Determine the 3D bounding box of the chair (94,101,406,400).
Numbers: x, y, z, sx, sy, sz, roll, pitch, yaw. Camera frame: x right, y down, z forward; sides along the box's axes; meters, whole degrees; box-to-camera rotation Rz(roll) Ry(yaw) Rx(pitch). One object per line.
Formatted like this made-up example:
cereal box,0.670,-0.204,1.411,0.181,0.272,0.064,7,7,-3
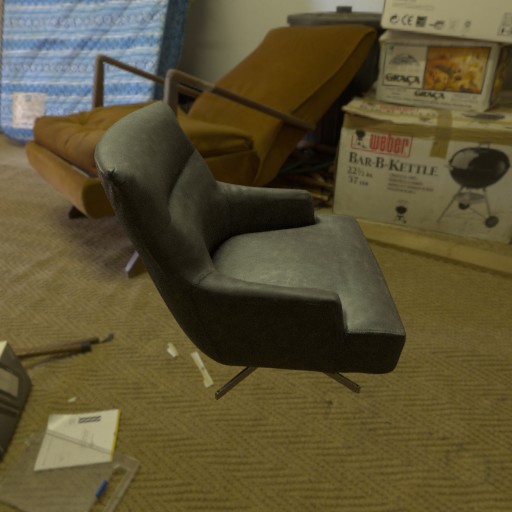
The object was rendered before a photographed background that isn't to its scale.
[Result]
chair,0.000,0.000,1.498,0.874,0.870,0.738,0,32,0
